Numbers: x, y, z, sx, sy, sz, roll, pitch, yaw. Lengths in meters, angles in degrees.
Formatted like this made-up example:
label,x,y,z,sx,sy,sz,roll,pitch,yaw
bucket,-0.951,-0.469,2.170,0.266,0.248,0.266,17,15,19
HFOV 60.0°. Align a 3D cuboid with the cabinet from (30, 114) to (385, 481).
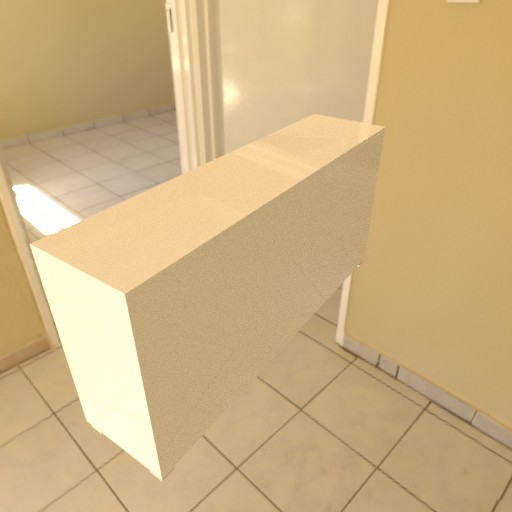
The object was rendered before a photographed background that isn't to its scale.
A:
label,x,y,z,sx,sy,sz,roll,pitch,yaw
cabinet,0.000,0.000,1.938,0.400,0.800,1.650,21,38,29
